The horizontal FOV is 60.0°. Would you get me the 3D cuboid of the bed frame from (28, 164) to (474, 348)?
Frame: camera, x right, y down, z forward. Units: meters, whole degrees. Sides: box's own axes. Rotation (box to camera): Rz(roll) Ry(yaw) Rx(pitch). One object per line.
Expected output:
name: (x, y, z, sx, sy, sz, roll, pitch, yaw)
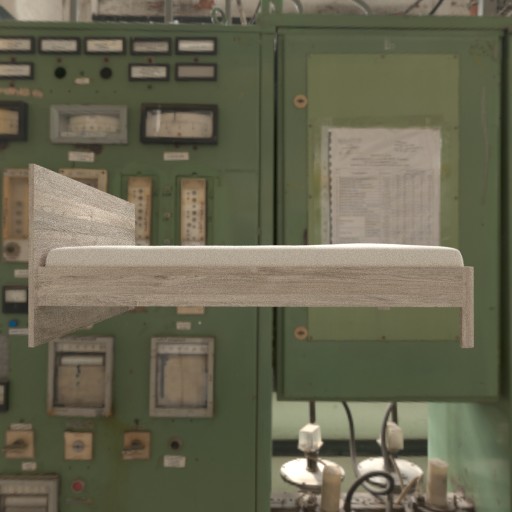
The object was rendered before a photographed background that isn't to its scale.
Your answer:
bed frame: (0.000, 0.000, 2.655, 1.950, 0.800, 1.490, 0, 0, 1)
